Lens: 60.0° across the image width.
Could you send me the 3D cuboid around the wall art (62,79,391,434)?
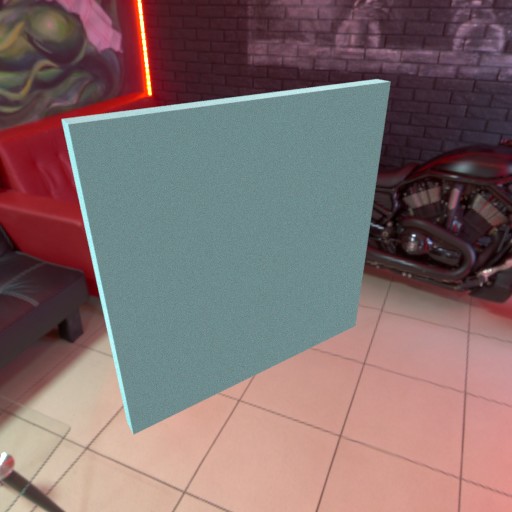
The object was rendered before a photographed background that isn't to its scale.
[{"bbox_3d":[0.000,0.000,0.877,0.603,0.603,0.036,-19,35,-29],"label":"wall art"}]
